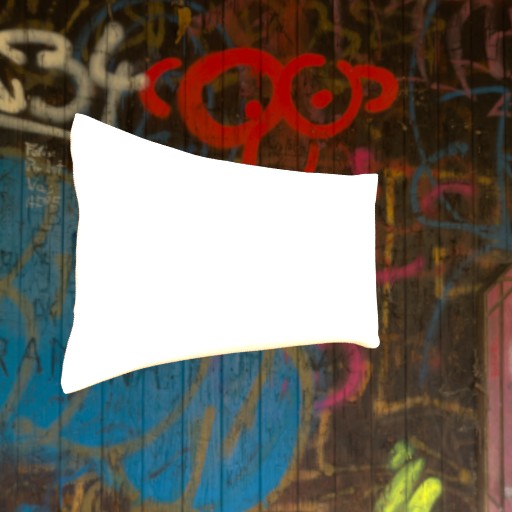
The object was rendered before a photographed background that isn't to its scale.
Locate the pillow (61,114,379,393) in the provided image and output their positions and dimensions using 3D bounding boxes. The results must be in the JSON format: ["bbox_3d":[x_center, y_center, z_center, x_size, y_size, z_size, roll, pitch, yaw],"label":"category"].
[{"bbox_3d":[0.000,0.000,0.621,0.506,0.305,0.139,1,-2,-35],"label":"pillow"}]
